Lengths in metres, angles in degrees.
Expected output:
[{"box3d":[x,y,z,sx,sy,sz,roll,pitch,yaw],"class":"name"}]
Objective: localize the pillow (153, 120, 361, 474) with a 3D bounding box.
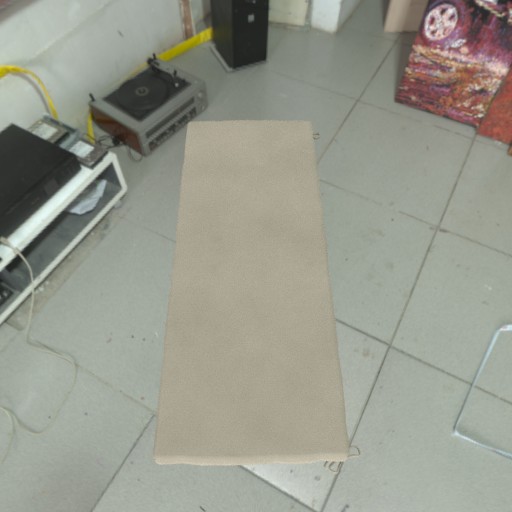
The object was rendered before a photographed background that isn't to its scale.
[{"box3d":[0.000,0.000,1.338,0.492,0.081,1.187,-1,57,0],"class":"pillow"}]
